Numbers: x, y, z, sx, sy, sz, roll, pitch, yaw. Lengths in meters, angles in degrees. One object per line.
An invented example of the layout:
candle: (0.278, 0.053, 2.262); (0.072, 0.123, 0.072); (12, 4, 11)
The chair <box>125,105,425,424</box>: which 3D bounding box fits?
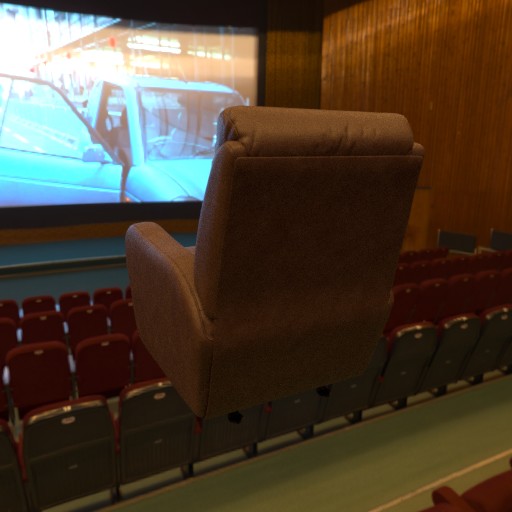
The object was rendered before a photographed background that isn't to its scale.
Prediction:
chair: (0.000, 0.000, 1.780); (0.865, 1.067, 1.067); (-7, 15, -26)
